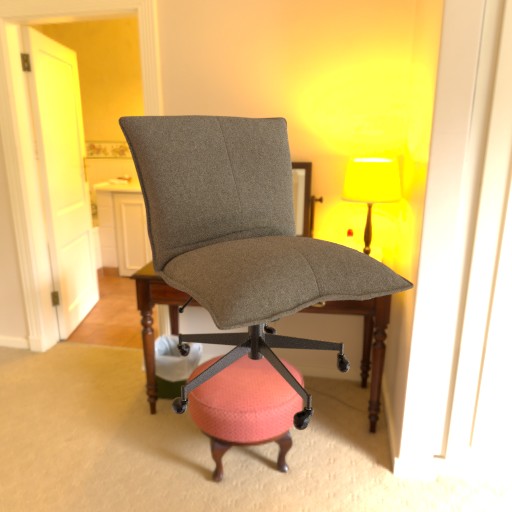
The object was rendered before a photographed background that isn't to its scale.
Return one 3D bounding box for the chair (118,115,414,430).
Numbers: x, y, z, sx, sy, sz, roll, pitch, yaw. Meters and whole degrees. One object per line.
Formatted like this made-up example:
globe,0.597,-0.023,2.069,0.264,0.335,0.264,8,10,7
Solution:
chair,0.000,0.000,1.297,0.597,0.811,0.696,-8,17,-27
